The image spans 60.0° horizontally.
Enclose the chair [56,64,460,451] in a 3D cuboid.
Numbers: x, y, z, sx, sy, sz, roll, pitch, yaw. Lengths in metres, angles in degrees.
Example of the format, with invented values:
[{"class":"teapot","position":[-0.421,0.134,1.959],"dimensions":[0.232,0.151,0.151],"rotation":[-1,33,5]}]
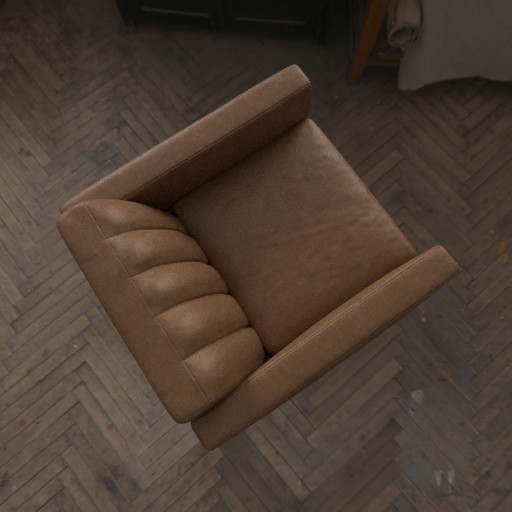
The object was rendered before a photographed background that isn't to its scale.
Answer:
[{"class":"chair","position":[0.000,0.000,1.644],"dimensions":[0.998,0.819,0.953],"rotation":[-34,79,-7]}]
